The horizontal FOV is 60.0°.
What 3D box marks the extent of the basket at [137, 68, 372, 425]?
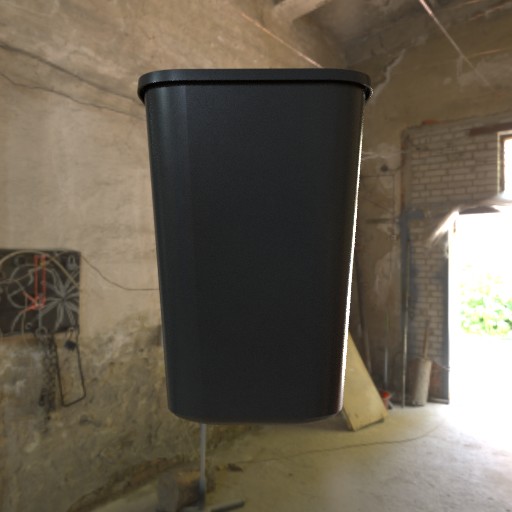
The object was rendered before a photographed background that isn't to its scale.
[{"bbox_3d":[0.000,0.000,0.511,0.211,0.307,0.300,0,0,1],"label":"basket"}]
